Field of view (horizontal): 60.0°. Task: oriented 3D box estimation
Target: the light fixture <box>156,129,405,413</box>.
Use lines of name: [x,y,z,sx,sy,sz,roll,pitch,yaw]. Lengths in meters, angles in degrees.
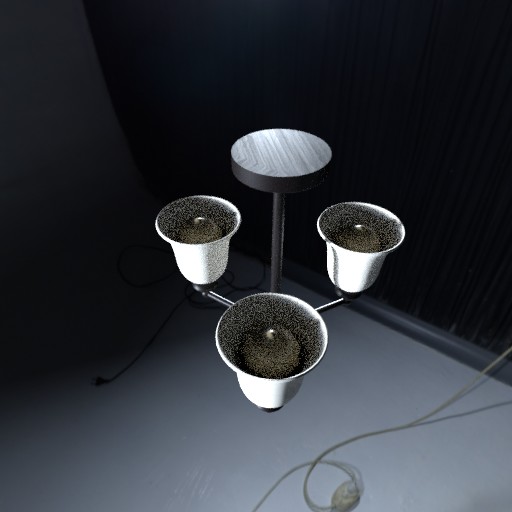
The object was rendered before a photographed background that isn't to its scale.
light fixture: [0.000,0.000,0.670,0.354,0.370,0.388,24,46,25]
